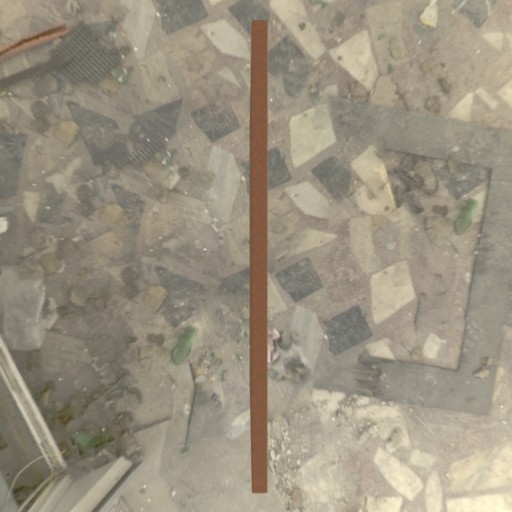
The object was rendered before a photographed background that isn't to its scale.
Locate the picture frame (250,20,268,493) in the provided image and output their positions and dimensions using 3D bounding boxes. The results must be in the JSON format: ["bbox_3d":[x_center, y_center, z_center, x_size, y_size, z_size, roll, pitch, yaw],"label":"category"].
[{"bbox_3d":[0.000,0.000,1.752,0.045,1.018,1.329,0,91,-1],"label":"picture frame"}]
